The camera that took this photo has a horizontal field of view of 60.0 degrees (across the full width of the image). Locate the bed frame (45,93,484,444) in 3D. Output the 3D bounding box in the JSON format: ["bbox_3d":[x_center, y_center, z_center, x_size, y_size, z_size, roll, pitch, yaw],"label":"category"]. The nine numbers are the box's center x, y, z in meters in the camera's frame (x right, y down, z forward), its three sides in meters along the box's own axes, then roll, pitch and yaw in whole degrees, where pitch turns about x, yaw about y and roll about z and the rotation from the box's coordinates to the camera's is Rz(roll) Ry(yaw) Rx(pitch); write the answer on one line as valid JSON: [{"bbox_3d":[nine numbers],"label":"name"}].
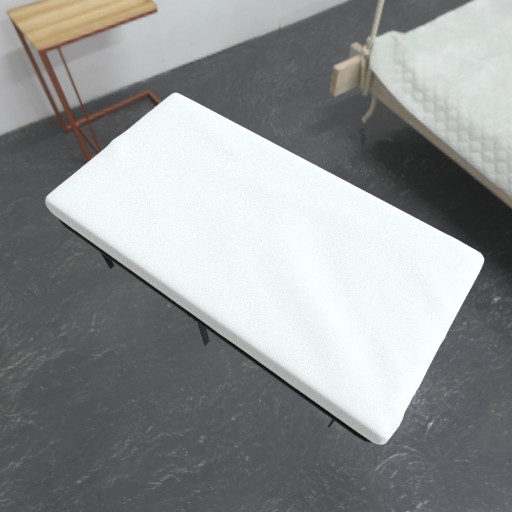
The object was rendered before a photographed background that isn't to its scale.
[{"bbox_3d":[0.000,0.000,2.313,1.903,0.619,0.989,32,65,17],"label":"bed frame"}]
